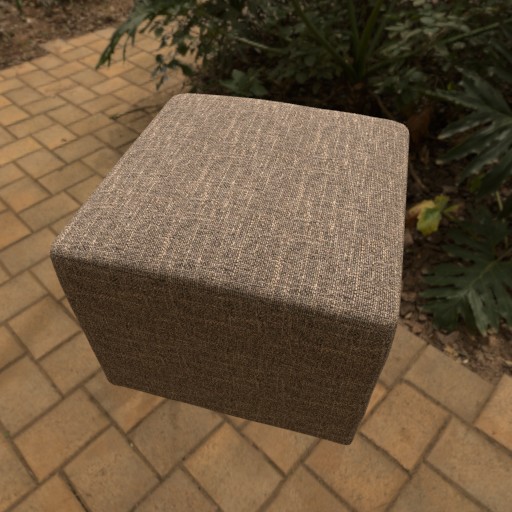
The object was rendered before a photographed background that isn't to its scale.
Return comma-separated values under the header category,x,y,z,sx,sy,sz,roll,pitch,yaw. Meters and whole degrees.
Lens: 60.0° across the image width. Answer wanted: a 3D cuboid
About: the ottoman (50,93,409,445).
category,x,y,z,sx,sy,sz,roll,pitch,yaw
ottoman,0.000,0.000,0.899,0.512,0.453,0.521,11,48,10
